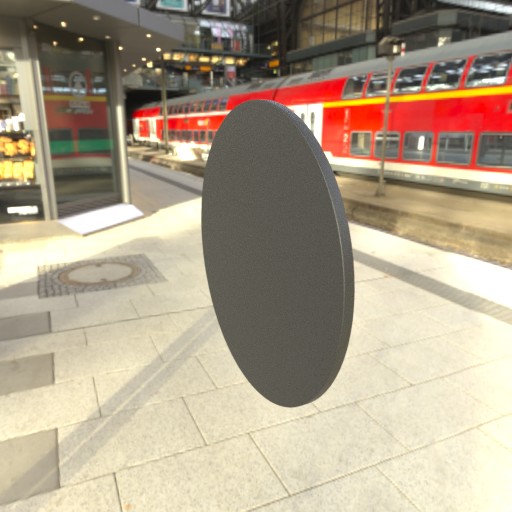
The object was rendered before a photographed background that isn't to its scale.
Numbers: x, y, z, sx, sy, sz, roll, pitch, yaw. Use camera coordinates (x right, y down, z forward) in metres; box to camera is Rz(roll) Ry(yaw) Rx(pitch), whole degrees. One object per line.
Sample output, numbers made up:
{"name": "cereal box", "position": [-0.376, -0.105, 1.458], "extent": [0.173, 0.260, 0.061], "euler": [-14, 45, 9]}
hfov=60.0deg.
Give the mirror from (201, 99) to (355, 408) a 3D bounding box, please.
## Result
{"name": "mirror", "position": [0.000, 0.000, 1.618], "extent": [0.036, 1.077, 1.077], "euler": [-8, 18, -26]}
